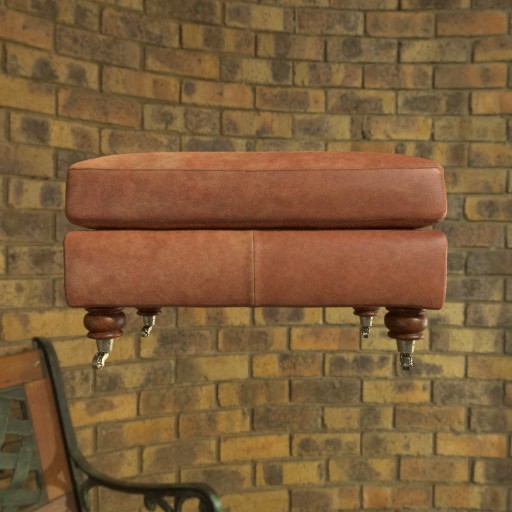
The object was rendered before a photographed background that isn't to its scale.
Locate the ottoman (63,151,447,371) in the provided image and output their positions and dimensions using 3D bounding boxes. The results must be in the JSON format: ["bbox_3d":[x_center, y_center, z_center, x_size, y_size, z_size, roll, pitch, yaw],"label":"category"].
[{"bbox_3d":[0.000,0.000,1.205,0.852,0.507,0.565,0,0,1],"label":"ottoman"}]
